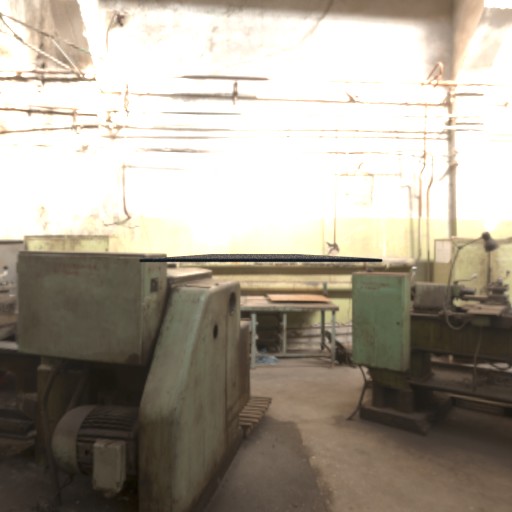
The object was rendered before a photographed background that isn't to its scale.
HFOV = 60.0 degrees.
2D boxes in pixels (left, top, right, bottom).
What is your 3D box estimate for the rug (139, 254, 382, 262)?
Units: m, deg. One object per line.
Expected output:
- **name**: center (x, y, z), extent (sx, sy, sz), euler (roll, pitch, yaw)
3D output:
- **rug**: center (0.000, 0.000, 2.607), extent (0.769, 0.012, 2.448), euler (0, 1, -1)
